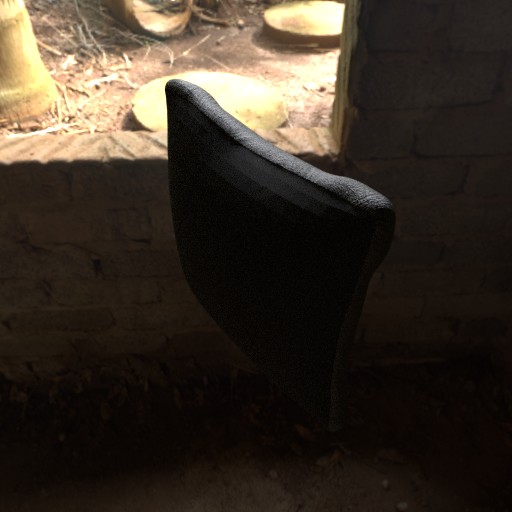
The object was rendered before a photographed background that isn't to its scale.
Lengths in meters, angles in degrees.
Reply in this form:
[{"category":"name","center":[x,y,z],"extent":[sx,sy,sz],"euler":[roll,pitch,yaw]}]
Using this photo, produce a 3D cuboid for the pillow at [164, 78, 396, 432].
[{"category":"pillow","center":[0.000,0.000,0.820],"extent":[0.210,0.523,0.533],"euler":[-27,49,-27]}]
